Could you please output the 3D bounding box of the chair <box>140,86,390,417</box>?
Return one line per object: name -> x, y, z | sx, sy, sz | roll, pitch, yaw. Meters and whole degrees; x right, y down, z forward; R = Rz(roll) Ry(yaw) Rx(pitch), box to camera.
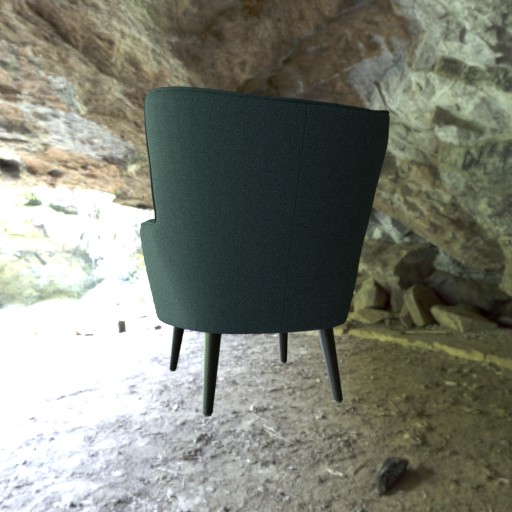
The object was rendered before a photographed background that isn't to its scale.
chair -> 0.000, 0.000, 1.551 | 0.781, 0.933, 0.888 | 0, -1, -17
